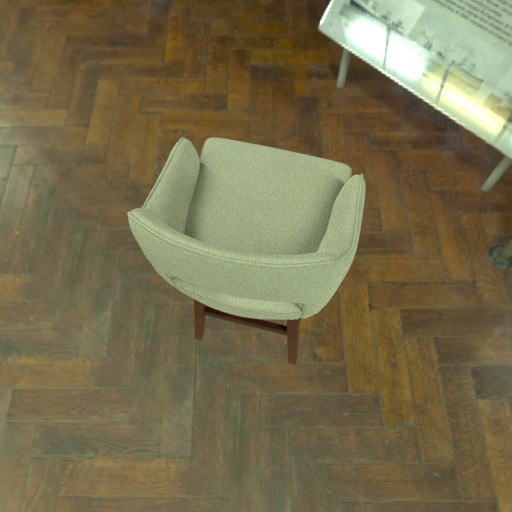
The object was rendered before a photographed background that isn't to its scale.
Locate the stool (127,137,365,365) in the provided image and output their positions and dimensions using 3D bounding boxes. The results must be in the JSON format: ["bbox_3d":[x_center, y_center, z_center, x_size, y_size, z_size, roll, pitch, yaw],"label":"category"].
[{"bbox_3d":[0.000,0.000,1.407,0.550,1.041,0.560,13,65,6],"label":"stool"}]
